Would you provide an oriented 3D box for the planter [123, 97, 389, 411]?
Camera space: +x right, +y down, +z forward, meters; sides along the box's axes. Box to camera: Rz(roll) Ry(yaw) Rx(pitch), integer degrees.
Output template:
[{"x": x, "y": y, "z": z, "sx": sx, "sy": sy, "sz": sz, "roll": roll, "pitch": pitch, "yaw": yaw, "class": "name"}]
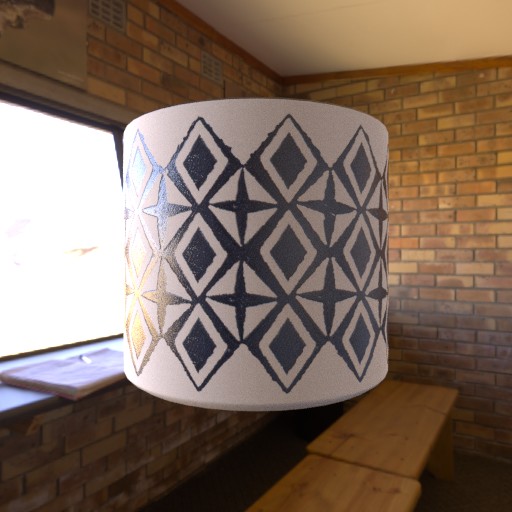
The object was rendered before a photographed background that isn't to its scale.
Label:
[{"x": 0.000, "y": 0.000, "z": 0.317, "sx": 0.182, "sy": 0.165, "sz": 0.182, "roll": 0, "pitch": 0, "yaw": 0, "class": "planter"}]
